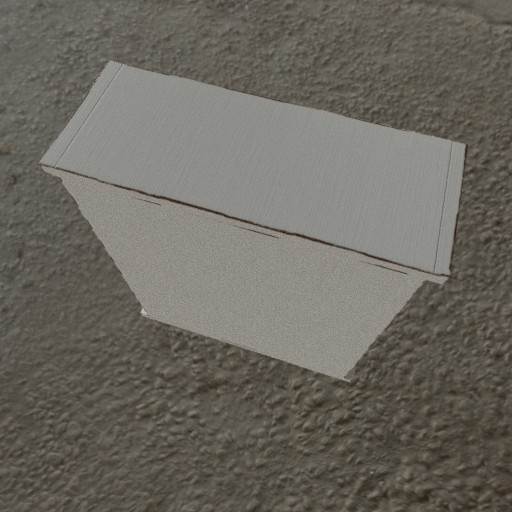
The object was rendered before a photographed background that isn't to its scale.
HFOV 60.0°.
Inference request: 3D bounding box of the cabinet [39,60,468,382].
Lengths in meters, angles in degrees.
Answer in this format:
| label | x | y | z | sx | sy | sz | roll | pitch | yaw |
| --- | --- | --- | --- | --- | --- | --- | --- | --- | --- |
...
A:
| label | x | y | z | sx | sy | sz | roll | pitch | yaw |
| --- | --- | --- | --- | --- | --- | --- | --- | --- | --- |
| cabinet | 0.000 | 0.000 | 0.865 | 0.541 | 0.603 | 0.210 | 16 | 64 | 8 |
